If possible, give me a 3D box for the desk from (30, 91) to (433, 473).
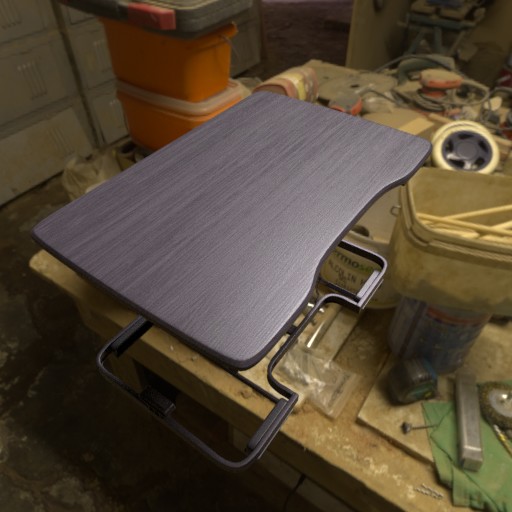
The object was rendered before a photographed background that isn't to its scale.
[{"bbox_3d":[0.000,0.000,1.147,0.546,0.470,0.820,26,50,25],"label":"desk"}]
